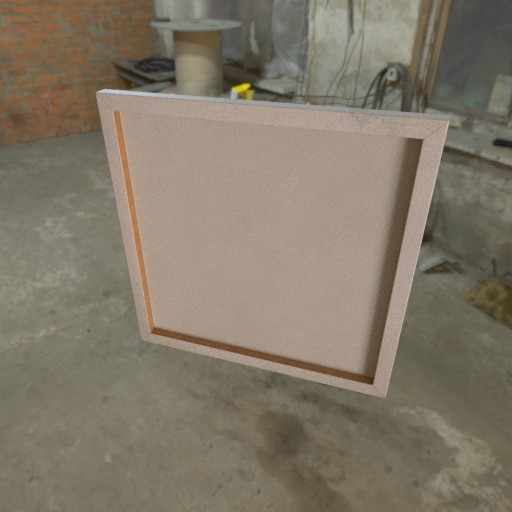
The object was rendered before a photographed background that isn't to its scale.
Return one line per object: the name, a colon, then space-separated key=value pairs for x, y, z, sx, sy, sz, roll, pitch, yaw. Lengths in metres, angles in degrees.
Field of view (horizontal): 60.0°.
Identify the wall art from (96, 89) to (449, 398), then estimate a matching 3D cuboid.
wall art: x=0.000 y=0.000 z=1.134 sx=0.762 sy=0.762 sz=0.038 roll=10 pitch=34 yaw=15
